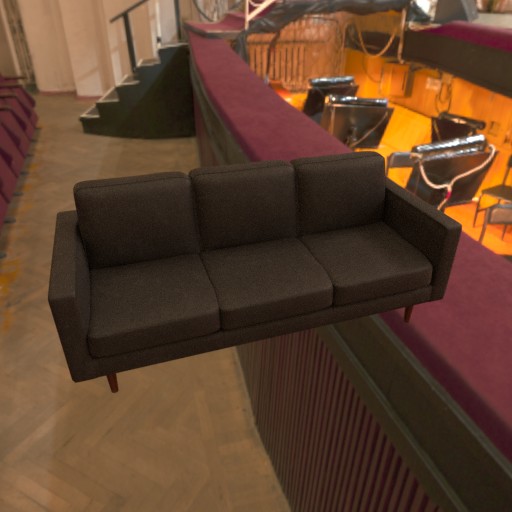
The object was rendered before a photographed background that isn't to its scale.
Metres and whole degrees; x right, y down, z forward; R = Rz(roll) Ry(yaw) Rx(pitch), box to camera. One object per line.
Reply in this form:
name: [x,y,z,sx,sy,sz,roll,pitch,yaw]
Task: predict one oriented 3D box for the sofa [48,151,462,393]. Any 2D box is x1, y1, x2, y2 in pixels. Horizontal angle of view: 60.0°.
sofa: [0.000,0.000,2.483,2.029,0.899,0.879,-10,33,-16]
